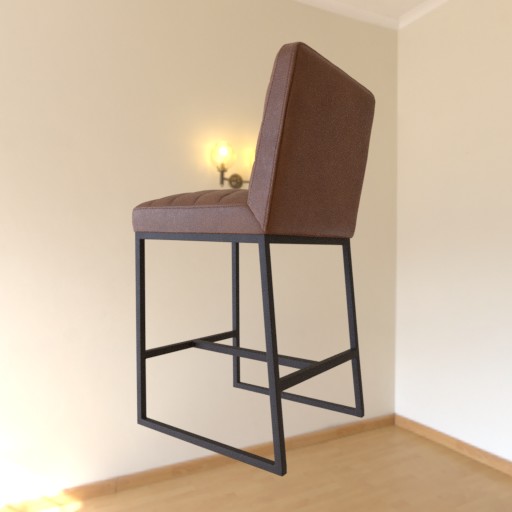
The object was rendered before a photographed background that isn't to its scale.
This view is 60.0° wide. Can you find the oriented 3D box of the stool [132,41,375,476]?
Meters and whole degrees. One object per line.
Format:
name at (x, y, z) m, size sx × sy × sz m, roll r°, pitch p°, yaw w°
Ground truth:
stool at (0.000, 0.000, 1.260) m, size 0.556 × 0.940 × 0.458 m, roll 1°, pitch 1°, yaw 37°
